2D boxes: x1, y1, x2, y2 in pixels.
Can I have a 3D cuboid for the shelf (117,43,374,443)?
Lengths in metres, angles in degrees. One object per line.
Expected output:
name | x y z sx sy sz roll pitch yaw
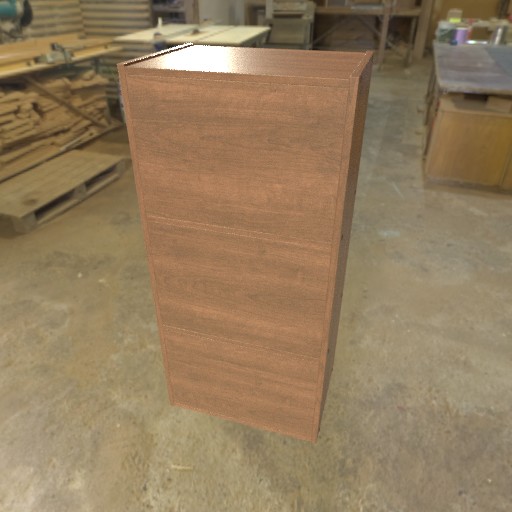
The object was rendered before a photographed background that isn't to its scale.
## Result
shelf | 0.000 0.000 1.062 0.414 0.879 0.290 9 33 14
